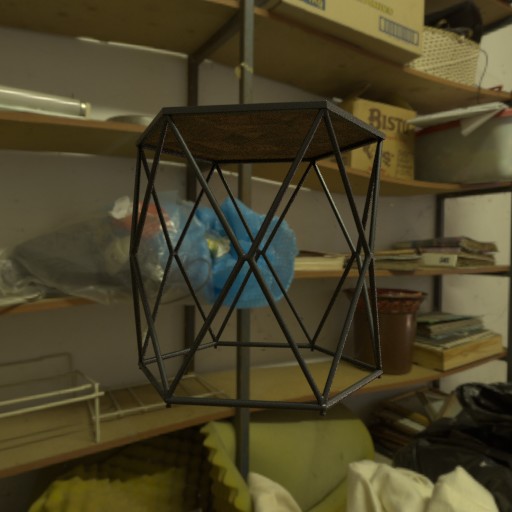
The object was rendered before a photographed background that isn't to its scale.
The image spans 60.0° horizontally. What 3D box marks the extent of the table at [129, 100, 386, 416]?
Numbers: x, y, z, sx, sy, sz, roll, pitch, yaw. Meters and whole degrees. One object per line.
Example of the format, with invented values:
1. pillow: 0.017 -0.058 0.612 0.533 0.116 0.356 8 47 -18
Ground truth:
1. table: 0.000 0.000 1.058 0.579 0.564 0.578 1 2 36
